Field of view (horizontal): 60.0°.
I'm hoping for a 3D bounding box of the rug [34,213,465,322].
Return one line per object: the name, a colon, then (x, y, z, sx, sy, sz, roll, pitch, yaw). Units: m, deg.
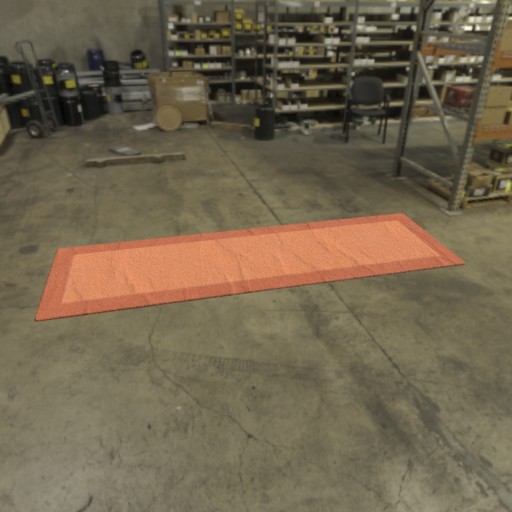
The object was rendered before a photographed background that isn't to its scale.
rug: (0.000, 0.000, 2.745, 2.471, 0.013, 0.914, -9, 31, -15)
